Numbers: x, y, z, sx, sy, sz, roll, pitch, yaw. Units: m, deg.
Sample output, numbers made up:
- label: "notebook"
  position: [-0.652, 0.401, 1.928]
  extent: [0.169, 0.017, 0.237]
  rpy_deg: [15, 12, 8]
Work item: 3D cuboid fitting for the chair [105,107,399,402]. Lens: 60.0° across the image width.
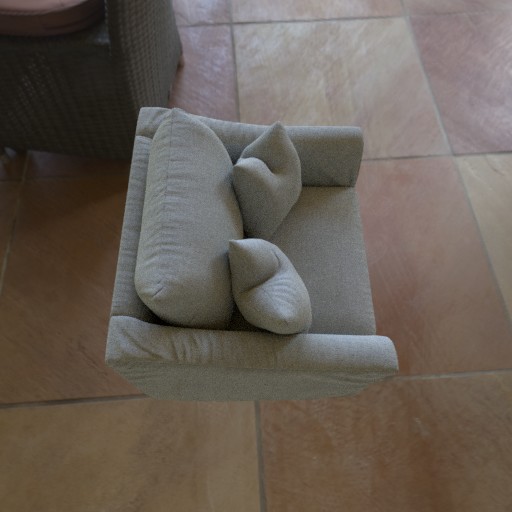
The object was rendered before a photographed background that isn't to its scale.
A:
- label: "chair"
  position: [0.000, 0.000, 2.078]
  extent: [1.071, 1.059, 1.194]
  rpy_deg: [-1, 64, 0]
